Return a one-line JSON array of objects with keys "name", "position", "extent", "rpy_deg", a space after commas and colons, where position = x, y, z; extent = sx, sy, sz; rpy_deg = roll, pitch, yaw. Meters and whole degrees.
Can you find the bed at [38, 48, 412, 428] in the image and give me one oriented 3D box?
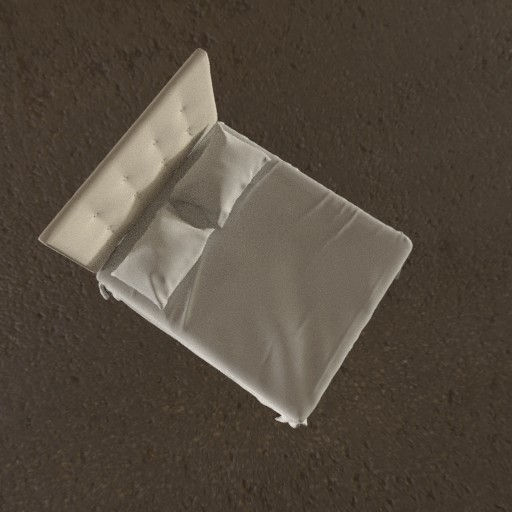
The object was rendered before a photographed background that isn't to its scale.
[{"name": "bed", "position": [0.000, 0.000, 3.410], "extent": [2.222, 1.577, 1.936], "rpy_deg": [34, 78, 8]}]
